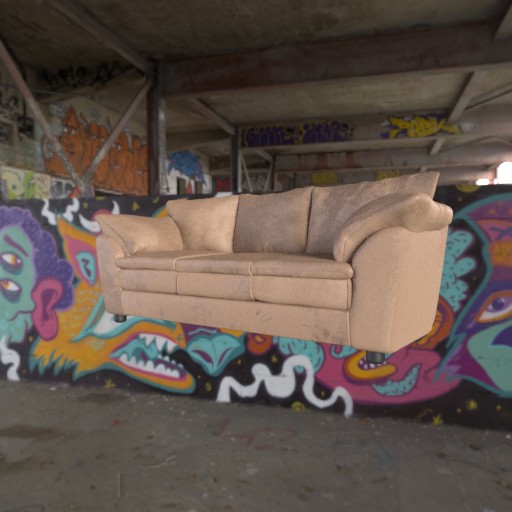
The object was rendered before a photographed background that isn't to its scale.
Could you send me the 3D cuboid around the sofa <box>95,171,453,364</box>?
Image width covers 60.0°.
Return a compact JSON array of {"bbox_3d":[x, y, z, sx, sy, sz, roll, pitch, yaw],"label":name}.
[{"bbox_3d":[0.000,0.000,2.919,2.377,0.981,0.893,1,2,36],"label":"sofa"}]
